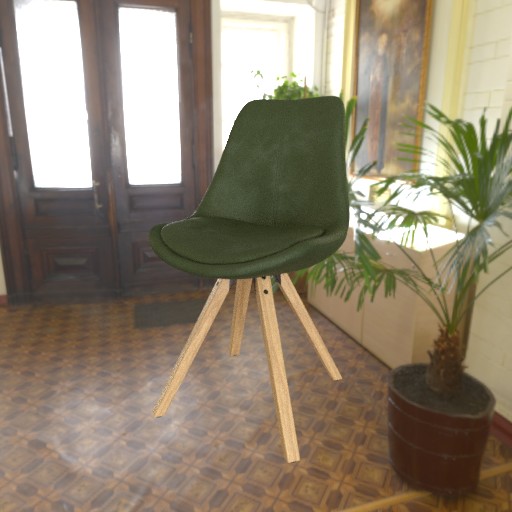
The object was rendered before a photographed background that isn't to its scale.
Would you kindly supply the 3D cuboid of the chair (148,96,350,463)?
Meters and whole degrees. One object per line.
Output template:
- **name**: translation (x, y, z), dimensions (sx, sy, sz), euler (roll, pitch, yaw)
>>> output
- **chair**: translation (0.000, 0.000, 1.222), dimensions (0.483, 0.865, 0.547), euler (7, 16, 25)
